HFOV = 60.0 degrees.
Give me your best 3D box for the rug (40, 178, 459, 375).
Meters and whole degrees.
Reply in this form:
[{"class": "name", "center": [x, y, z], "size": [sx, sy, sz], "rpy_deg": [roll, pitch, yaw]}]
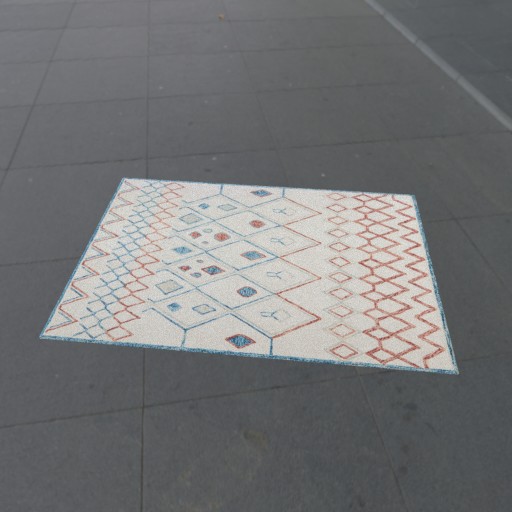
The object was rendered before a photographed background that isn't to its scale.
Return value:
[{"class": "rug", "center": [0.000, 0.000, 2.344], "size": [1.829, 0.016, 1.219], "rpy_deg": [4, 46, 4]}]
